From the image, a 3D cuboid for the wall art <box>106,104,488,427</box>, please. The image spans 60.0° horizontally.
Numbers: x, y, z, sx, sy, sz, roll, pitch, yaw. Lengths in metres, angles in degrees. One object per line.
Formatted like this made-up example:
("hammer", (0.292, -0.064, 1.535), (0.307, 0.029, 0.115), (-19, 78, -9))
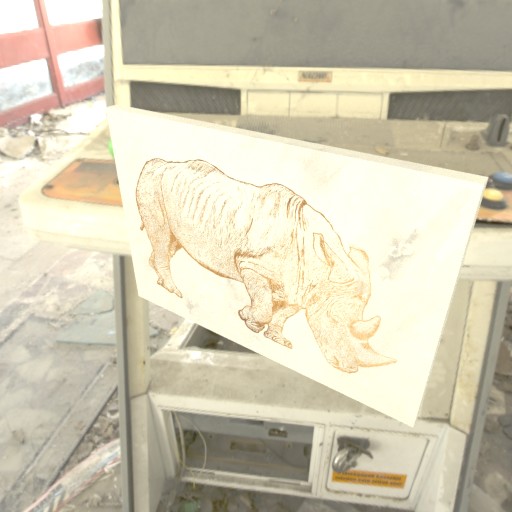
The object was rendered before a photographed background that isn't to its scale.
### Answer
("wall art", (0.000, 0.000, 1.108), (0.915, 0.610, 0.038), (20, 37, 28))
